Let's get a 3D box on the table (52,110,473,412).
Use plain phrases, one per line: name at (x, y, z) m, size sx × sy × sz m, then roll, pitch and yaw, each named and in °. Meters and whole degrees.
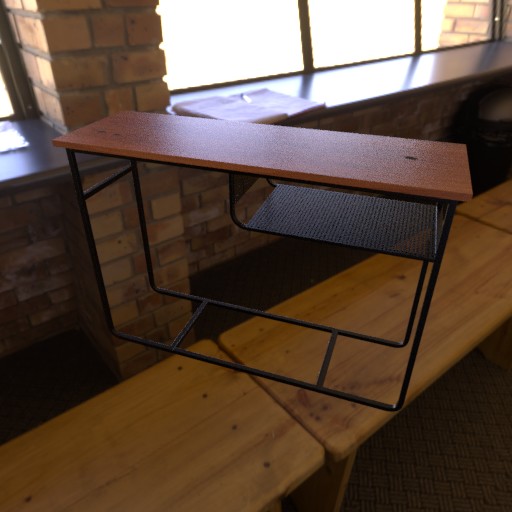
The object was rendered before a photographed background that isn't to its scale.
table at (0.000, 0.000, 1.435) m, size 1.100 × 0.750 × 0.350 m, roll 11°, pitch 34°, yaw 16°
